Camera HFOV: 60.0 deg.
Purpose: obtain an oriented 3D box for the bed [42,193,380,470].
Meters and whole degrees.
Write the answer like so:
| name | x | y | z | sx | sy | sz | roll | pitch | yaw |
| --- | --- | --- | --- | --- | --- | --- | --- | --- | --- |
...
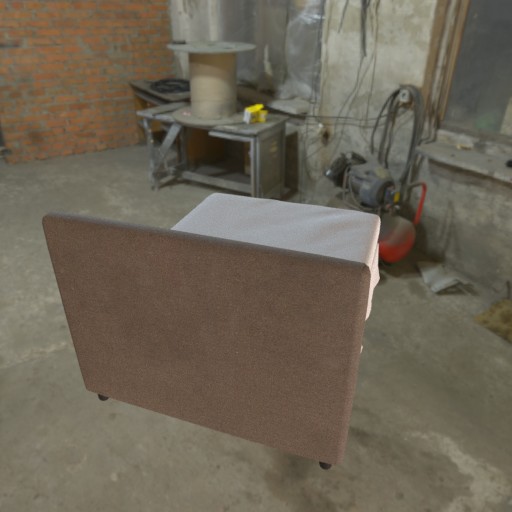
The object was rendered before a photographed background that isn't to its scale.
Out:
| name | x | y | z | sx | sy | sz | roll | pitch | yaw |
| --- | --- | --- | --- | --- | --- | --- | --- | --- | --- |
| bed | 0.000 | 0.000 | 3.194 | 1.723 | 1.330 | 2.142 | 10 | 31 | 17 |
